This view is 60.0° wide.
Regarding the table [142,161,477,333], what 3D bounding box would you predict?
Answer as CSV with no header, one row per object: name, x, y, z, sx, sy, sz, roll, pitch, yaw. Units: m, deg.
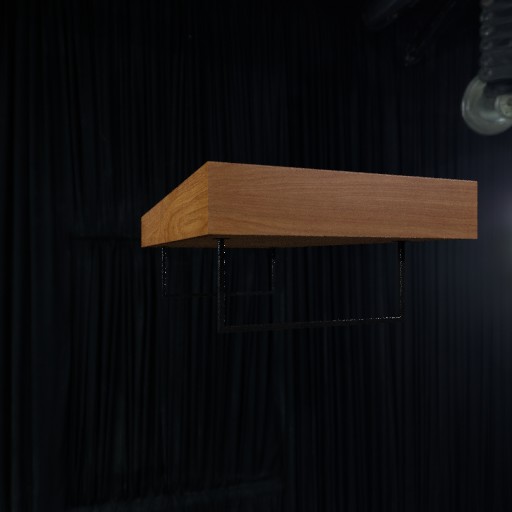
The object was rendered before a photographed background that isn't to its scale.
table,0.000,0.000,1.438,0.610,0.330,1.194,0,0,-20
